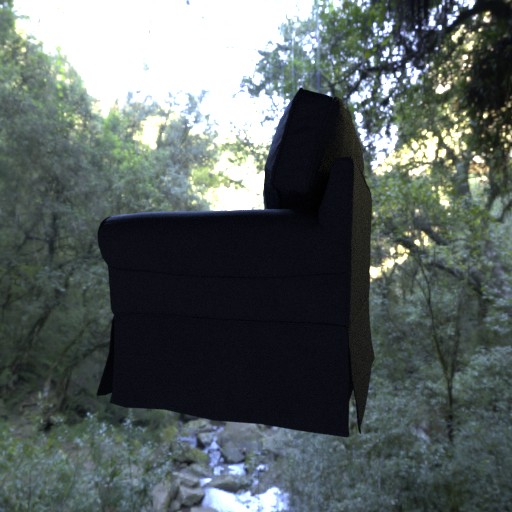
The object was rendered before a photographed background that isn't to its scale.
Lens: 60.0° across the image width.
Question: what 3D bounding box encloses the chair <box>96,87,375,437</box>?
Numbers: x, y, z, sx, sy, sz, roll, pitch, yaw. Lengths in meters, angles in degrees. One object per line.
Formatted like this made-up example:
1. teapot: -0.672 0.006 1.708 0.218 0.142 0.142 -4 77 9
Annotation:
1. chair: 0.000 0.000 1.991 1.002 1.140 1.119 0 1 18
